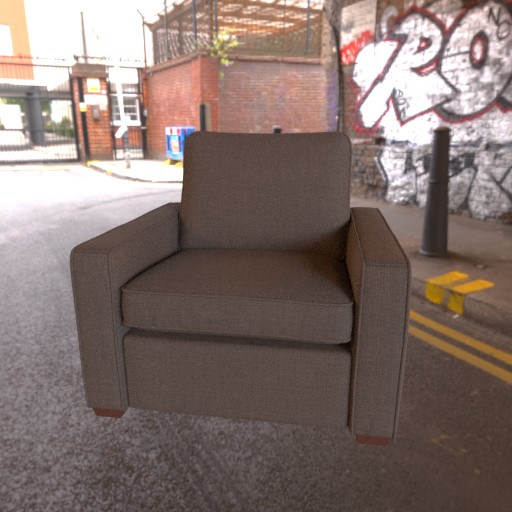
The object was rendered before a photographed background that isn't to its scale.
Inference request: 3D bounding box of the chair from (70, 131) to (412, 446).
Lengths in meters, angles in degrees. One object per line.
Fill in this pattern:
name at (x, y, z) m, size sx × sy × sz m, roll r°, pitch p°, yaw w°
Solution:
chair at (0.000, 0.000, 1.696) m, size 1.017 × 0.919 × 0.940 m, roll 3°, pitch 16°, yaw 9°
